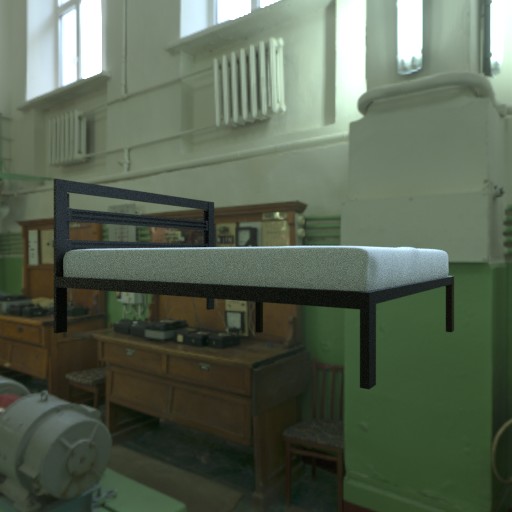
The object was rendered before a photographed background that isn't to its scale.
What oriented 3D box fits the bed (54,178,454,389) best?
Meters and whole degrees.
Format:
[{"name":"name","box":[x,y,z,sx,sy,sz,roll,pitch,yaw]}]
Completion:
[{"name":"bed","box":[0.000,0.000,2.829,2.062,0.967,1.524,0,0,35]}]
